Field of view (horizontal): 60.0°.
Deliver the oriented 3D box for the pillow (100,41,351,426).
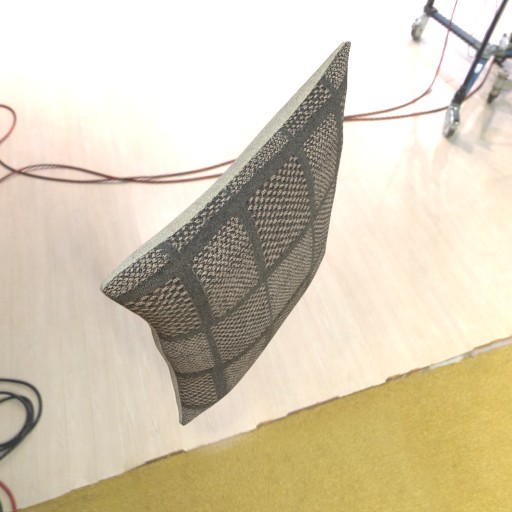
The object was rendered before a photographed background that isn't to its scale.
[{"bbox_3d":[0.000,0.000,0.631,0.138,0.432,0.435,29,61,18],"label":"pillow"}]
